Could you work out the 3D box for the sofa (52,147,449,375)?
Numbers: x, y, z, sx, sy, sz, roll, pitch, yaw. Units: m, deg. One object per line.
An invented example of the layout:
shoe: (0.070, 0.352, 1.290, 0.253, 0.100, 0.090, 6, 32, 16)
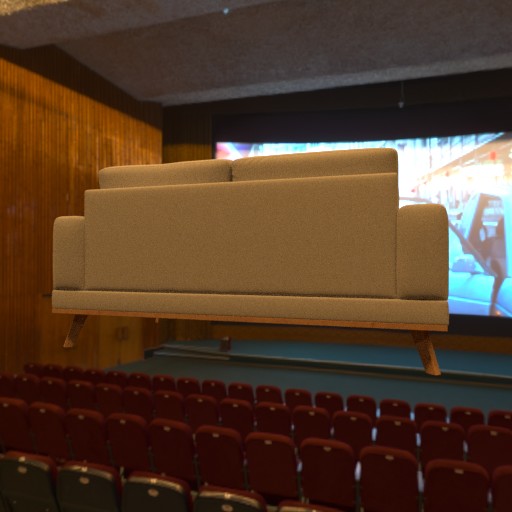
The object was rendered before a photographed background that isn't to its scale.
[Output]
sofa: (0.000, 0.000, 2.116, 1.651, 0.810, 0.915, 0, 0, 18)
